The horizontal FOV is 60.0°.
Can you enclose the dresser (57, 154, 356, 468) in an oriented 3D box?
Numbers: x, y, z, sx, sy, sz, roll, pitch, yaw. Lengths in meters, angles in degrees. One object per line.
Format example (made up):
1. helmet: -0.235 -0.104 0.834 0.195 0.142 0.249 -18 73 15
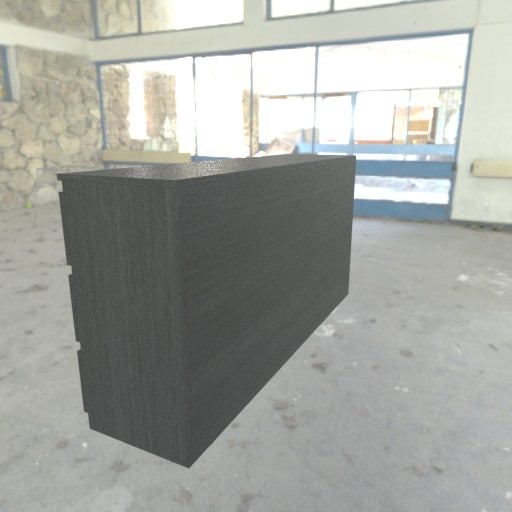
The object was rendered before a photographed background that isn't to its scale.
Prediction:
1. dresser: 0.000 0.000 1.900 0.400 0.795 1.590 8 17 26
